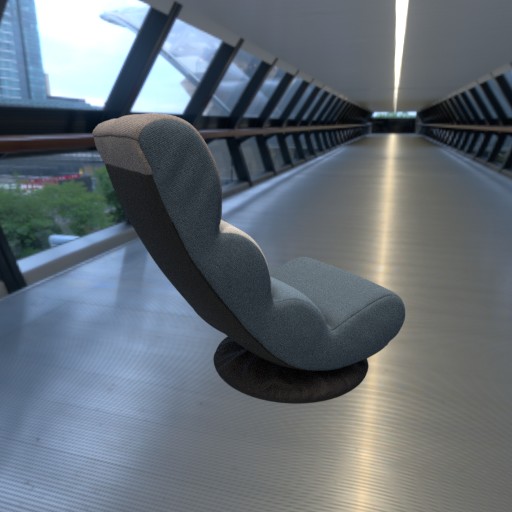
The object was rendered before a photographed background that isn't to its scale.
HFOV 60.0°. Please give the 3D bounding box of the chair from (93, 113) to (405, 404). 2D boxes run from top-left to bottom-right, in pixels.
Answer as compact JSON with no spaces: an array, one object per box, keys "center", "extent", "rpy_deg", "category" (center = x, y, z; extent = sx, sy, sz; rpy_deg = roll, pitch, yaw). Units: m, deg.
[{"center":[0.000,0.000,1.078],"extent":[0.661,0.641,0.420],"rpy_deg":[-8,18,-28],"category":"chair"}]
